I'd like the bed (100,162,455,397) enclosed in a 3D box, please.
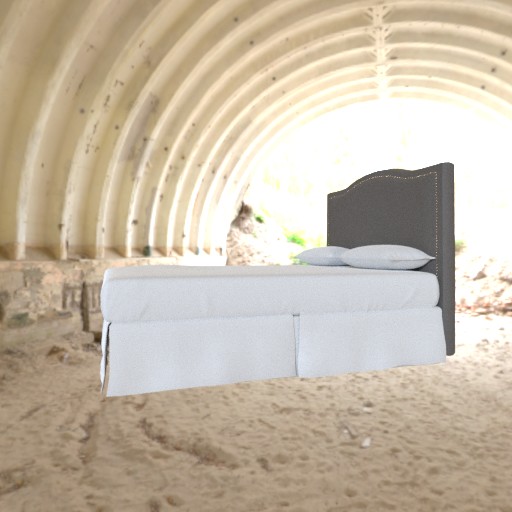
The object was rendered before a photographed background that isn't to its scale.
[{"bbox_3d":[0.000,0.000,3.444,2.282,1.436,1.821,0,1,-18],"label":"bed"}]
